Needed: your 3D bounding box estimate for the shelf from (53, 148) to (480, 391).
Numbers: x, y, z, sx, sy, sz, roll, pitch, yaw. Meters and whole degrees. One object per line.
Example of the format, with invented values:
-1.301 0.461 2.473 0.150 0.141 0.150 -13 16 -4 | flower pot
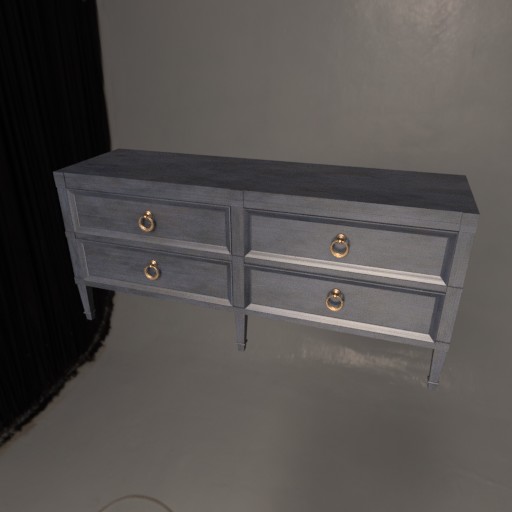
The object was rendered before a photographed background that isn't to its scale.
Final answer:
0.000 0.000 1.910 1.575 0.719 0.479 8 27 16 | shelf
